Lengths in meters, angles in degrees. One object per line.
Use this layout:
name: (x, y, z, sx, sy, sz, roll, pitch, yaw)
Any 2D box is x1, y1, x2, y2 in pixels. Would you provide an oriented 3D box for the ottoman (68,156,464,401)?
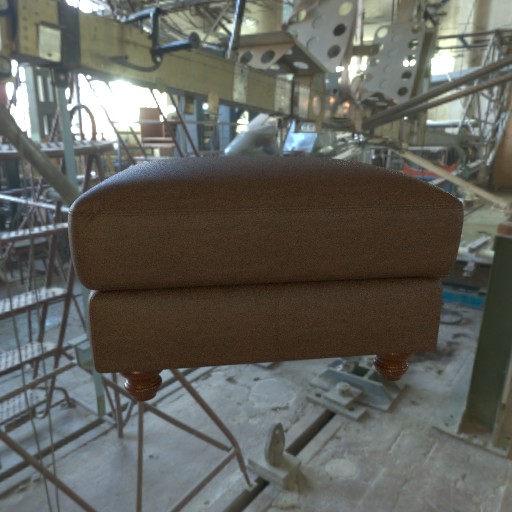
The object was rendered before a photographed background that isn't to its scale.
ottoman: (0.000, 0.000, 1.162, 0.787, 0.508, 0.635, -2, 15, -8)
